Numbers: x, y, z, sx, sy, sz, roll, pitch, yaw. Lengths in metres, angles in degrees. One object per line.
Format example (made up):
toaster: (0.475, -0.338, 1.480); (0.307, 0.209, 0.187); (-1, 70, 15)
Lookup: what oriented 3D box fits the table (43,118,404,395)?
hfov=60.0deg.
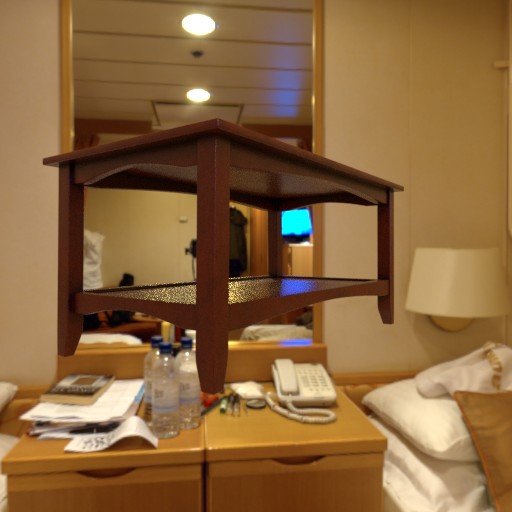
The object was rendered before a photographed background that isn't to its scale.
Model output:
table: (0.000, 0.000, 1.248); (0.533, 0.456, 0.943); (0, 1, 36)
